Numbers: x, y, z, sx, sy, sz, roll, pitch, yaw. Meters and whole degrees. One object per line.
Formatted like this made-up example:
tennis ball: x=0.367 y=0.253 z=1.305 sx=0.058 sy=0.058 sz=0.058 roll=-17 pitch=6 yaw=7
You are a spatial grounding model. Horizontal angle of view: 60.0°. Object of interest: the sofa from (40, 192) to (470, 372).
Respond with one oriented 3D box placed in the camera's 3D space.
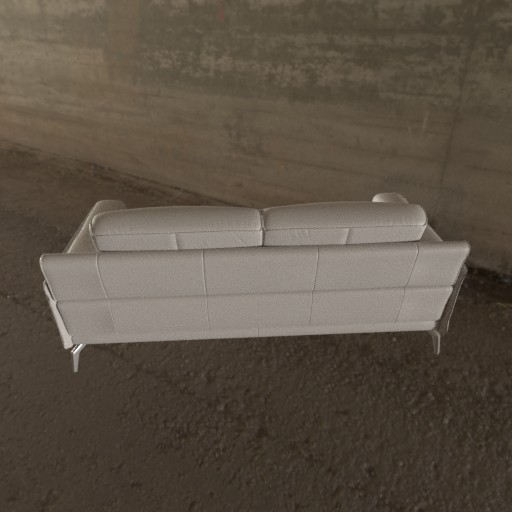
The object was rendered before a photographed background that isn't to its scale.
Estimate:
sofa: x=0.000 y=0.000 z=2.575 sx=2.101 sy=0.930 sz=1.049 roll=-2 pitch=30 yaw=-3
